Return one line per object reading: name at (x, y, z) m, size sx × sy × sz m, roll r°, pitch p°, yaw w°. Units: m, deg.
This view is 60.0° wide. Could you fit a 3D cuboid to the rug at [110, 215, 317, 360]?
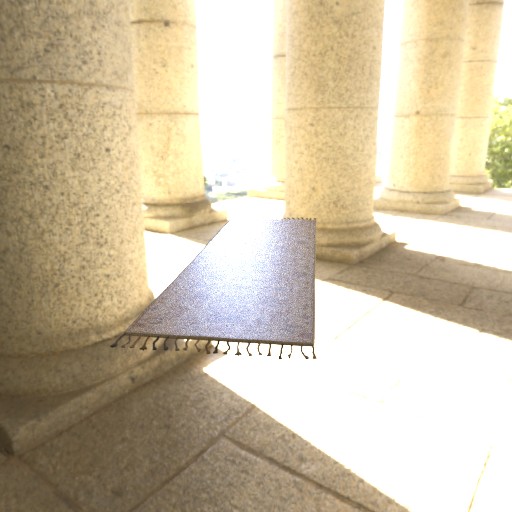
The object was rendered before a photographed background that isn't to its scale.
rug at (0.000, 0.000, 2.680) m, size 0.729 × 0.021 × 2.438 m, roll 2°, pitch 16°, yaw 7°
